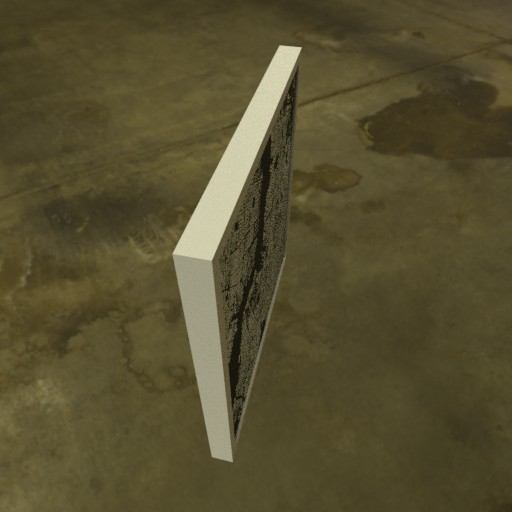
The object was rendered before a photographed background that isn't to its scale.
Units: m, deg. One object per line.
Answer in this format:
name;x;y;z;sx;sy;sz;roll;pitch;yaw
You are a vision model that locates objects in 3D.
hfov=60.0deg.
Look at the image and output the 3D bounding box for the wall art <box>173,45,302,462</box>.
wall art;0.000;0.000;0.757;0.038;0.506;0.506;10;47;9
